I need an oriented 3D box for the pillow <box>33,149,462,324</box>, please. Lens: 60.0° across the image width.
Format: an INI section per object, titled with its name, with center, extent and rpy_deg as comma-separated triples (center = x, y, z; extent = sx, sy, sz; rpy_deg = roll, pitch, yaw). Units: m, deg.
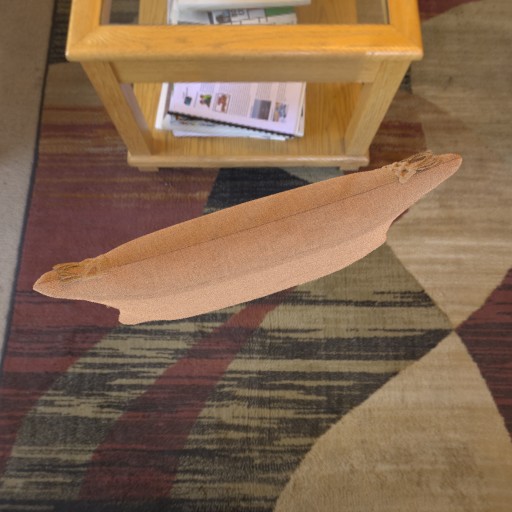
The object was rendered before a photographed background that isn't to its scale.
[pillow]
center = 0.000, 0.000, 0.596
extent = 0.466, 0.305, 0.084
rpy_deg = -17, 76, -5
